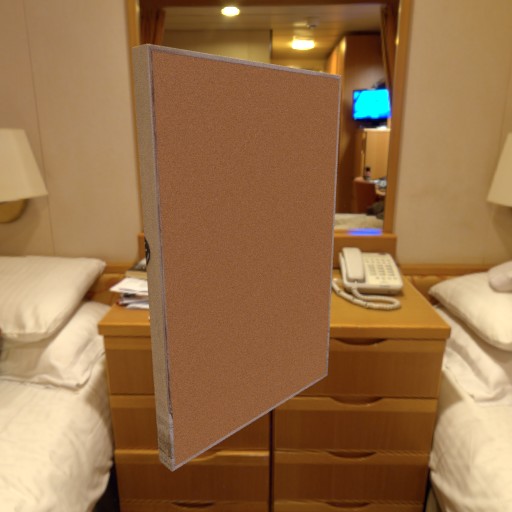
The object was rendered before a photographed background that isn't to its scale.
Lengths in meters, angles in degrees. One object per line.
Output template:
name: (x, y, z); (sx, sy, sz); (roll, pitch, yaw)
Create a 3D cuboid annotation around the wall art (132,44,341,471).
wall art: (0.000, 0.000, 0.757); (0.036, 0.607, 0.403); (15, 21, 43)
